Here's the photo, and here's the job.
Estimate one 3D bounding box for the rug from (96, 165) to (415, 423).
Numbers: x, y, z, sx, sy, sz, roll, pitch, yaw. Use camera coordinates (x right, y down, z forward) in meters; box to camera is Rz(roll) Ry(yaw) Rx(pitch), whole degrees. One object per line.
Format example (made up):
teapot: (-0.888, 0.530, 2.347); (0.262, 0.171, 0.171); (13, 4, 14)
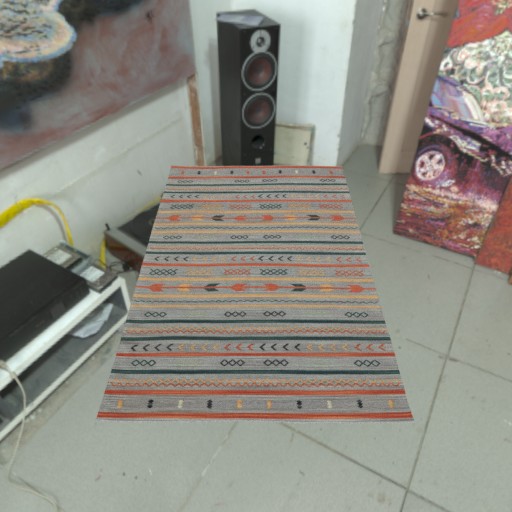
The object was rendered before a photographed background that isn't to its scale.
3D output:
rug: (0.000, 0.000, 3.047); (1.537, 0.029, 2.439); (0, 41, 0)
